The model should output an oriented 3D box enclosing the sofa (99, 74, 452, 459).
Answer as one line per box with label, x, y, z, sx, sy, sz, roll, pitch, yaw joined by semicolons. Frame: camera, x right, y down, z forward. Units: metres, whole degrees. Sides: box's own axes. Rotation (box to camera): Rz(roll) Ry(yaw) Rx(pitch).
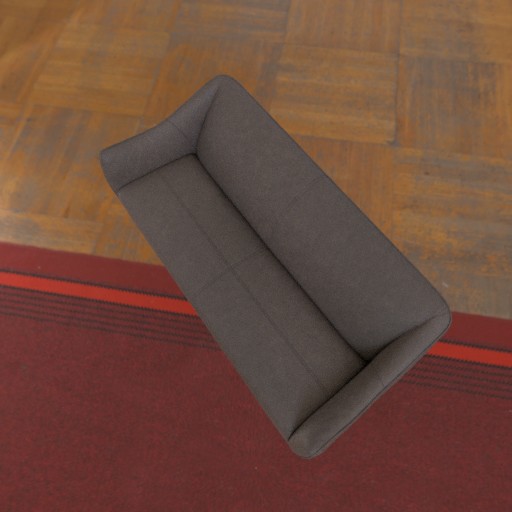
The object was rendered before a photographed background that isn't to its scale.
sofa;0.000;0.000;2.424;0.869;0.831;1.928;-33;69;-15
